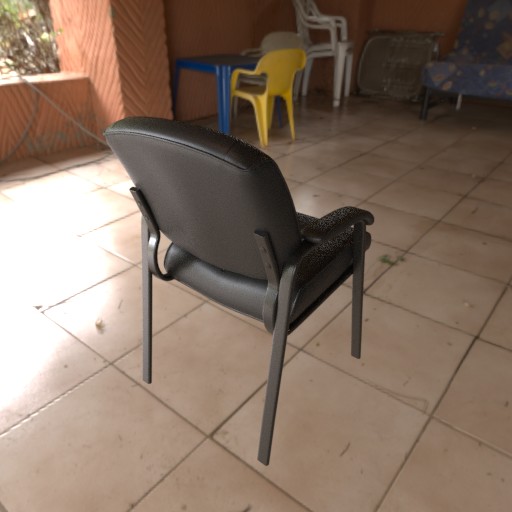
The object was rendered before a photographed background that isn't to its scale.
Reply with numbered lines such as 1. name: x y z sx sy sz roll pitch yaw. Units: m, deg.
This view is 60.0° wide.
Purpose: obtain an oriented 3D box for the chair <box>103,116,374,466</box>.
1. chair: 0.000 0.000 1.358 0.591 0.910 0.668 21 36 32
